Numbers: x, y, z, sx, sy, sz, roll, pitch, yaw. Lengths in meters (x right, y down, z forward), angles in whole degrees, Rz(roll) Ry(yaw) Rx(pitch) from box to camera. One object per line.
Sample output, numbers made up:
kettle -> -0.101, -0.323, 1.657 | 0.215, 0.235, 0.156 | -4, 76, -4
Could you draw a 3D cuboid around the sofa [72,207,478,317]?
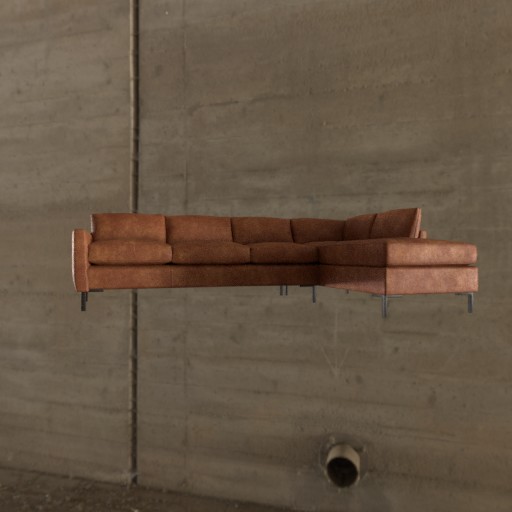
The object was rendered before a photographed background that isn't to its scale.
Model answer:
sofa -> 0.000, 0.000, 3.841 | 2.984, 0.877, 1.938 | 0, 0, -18
